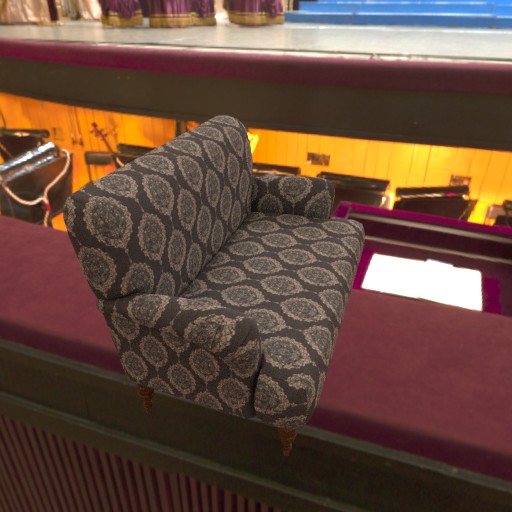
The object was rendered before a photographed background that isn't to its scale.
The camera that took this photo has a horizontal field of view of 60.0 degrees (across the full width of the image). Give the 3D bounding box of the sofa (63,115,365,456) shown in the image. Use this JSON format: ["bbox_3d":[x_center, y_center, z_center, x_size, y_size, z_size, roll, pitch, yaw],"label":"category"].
[{"bbox_3d":[0.000,0.000,1.831,0.779,0.867,1.297,10,32,17],"label":"sofa"}]
